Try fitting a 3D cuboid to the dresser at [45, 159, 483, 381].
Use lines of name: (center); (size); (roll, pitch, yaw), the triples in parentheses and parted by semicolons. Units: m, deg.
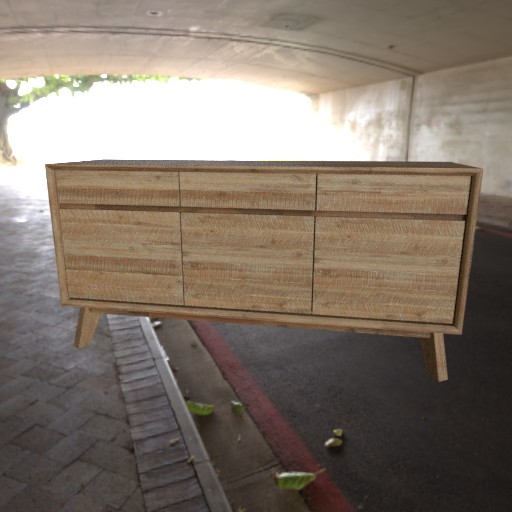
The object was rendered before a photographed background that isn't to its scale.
dresser: (0.000, 0.000, 1.912); (1.602, 0.788, 0.455); (3, 15, 10)
